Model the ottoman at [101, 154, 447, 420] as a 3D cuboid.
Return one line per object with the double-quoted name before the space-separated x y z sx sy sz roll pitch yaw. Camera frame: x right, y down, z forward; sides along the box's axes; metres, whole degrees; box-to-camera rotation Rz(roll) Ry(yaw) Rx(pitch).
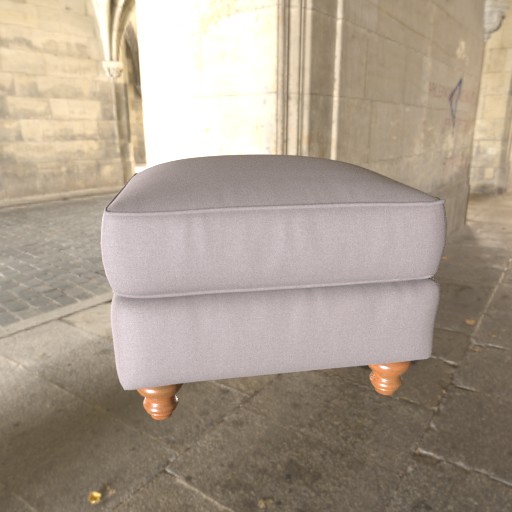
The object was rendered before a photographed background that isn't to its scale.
"ottoman" 0.000 0.000 1.141 0.662 0.505 0.721 -3 16 -10
